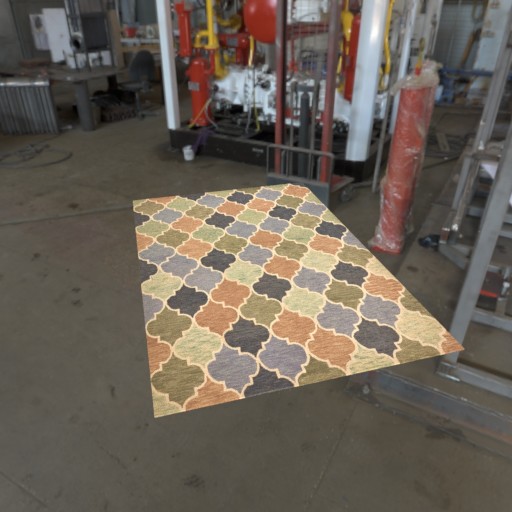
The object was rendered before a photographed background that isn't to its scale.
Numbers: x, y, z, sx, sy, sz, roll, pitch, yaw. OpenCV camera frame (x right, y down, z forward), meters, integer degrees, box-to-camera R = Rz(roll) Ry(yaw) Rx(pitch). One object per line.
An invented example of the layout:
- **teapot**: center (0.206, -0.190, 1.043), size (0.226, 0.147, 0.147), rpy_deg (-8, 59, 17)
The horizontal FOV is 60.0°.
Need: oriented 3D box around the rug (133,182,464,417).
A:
- **rug**: center (0.000, 0.000, 2.380), size (1.216, 0.006, 1.828), rpy_deg (-8, 32, -13)
